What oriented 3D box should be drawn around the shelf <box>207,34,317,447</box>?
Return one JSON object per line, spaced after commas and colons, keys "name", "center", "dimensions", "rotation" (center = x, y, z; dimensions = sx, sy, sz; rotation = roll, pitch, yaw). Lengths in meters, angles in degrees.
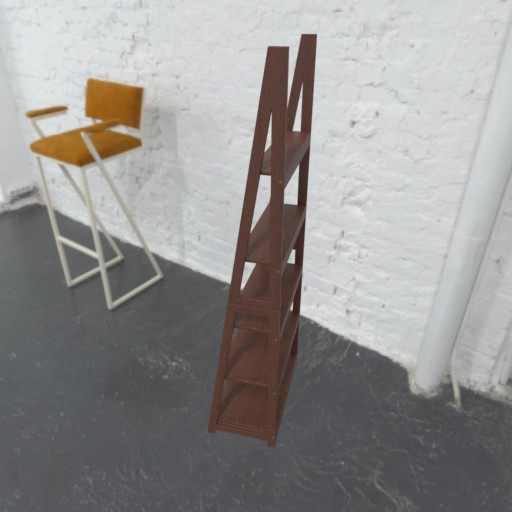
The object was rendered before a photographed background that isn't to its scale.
{"name": "shelf", "center": [0.000, 0.000, 2.004], "dimensions": [0.350, 1.770, 0.600], "rotation": [8, 31, 13]}
